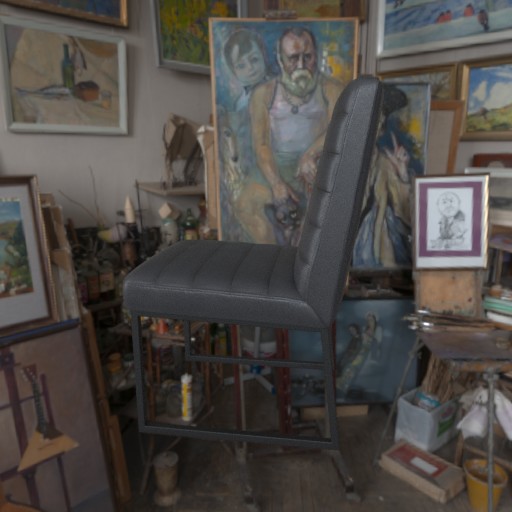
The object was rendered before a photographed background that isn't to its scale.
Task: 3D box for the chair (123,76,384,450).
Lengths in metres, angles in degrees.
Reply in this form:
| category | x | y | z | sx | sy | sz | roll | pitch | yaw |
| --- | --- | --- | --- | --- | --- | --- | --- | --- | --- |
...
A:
| category | x | y | z | sx | sy | sz | roll | pitch | yaw |
| --- | --- | --- | --- | --- | --- | --- | --- | --- | --- |
| chair | 0.000 | 0.000 | 1.319 | 0.634 | 0.930 | 0.520 | 2 | 13 | 8 |
